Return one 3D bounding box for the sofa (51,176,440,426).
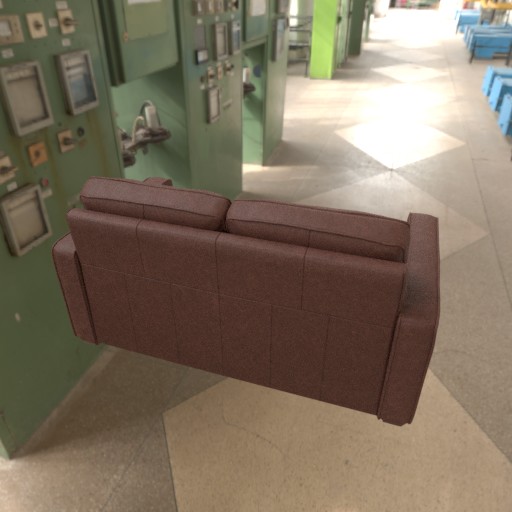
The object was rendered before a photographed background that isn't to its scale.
[{"bbox_3d":[0.000,0.000,2.240,1.709,0.918,0.947,10,33,16],"label":"sofa"}]
